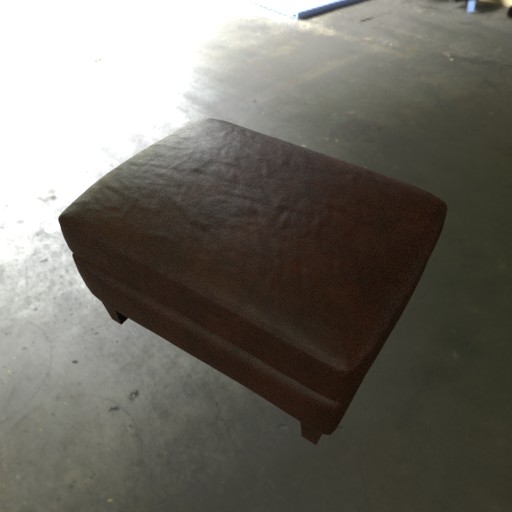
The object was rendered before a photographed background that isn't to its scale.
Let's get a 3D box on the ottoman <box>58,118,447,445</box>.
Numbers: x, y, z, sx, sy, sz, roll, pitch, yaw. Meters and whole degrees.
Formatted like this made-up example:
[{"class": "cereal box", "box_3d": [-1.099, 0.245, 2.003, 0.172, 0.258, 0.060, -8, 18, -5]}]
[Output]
[{"class": "ottoman", "box_3d": [0.000, 0.000, 1.302, 0.887, 0.527, 0.659, 25, 51, 22]}]
